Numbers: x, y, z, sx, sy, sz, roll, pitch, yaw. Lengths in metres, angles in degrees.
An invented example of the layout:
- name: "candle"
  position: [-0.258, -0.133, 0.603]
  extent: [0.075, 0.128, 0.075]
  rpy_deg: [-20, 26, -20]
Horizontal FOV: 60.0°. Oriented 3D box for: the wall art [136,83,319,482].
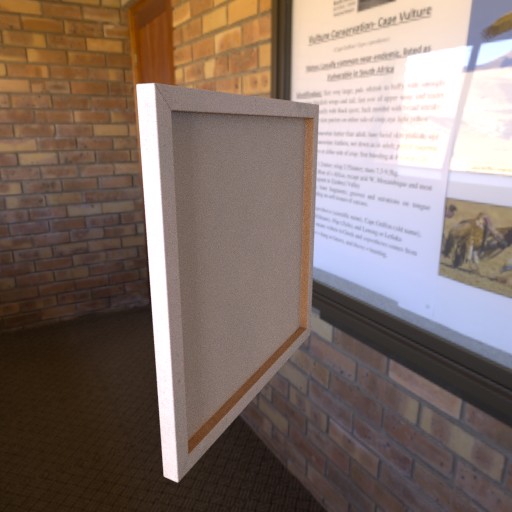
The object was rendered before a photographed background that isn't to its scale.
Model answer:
- name: "wall art"
  position: [0.000, 0.000, 1.129]
  extent: [0.038, 0.762, 0.762]
  rpy_deg: [8, 18, 26]
